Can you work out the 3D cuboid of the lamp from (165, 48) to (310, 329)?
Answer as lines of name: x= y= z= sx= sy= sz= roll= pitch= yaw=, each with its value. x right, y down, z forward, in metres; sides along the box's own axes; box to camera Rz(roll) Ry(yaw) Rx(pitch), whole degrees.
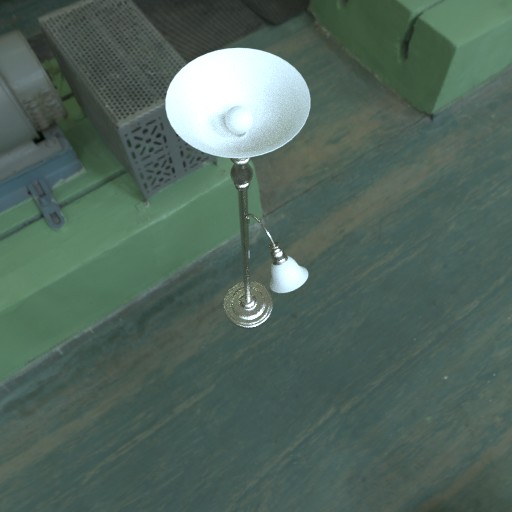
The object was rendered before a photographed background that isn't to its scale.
lamp: x=0.000 y=0.000 z=2.020 sx=0.405 sy=1.785 sz=0.575 roll=-34 pitch=69 yaw=-15
